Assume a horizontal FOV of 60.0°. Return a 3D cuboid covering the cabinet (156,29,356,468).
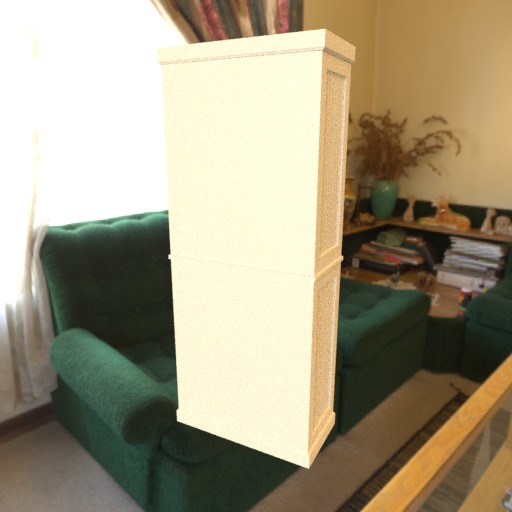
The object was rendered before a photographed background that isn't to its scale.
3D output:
[{"bbox_3d":[0.000,0.000,2.118,0.754,1.829,0.390,8,17,27],"label":"cabinet"}]
